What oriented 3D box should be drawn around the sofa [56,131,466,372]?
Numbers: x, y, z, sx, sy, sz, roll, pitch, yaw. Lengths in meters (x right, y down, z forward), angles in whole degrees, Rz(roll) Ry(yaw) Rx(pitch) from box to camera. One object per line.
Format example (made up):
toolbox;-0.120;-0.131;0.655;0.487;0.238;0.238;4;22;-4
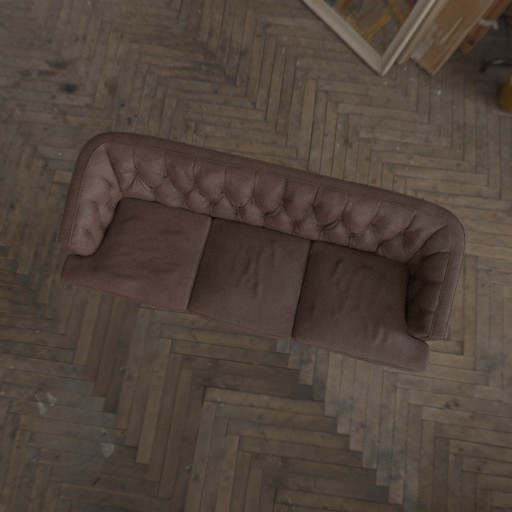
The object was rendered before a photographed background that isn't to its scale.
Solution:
sofa;0.000;0.000;2.724;2.227;0.787;0.927;14;77;3
